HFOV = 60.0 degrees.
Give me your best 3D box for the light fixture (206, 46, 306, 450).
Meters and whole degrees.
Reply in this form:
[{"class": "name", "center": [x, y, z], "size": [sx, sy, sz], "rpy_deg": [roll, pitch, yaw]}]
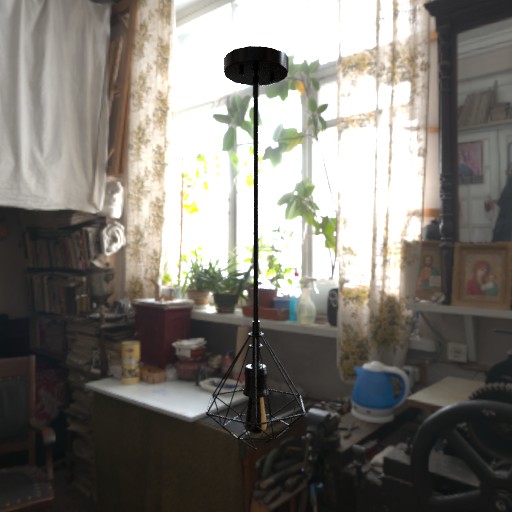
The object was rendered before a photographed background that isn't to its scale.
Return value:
[{"class": "light fixture", "center": [0.000, 0.000, 2.011], "size": [0.431, 1.764, 0.487], "rpy_deg": [0, 1, 1]}]
